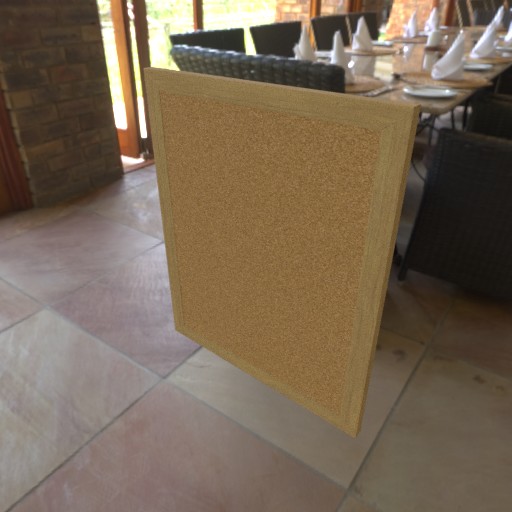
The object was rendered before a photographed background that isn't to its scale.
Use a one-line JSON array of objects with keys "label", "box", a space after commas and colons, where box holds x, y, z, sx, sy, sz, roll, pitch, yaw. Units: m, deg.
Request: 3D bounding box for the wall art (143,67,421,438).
[{"label": "wall art", "box": [0.000, 0.000, 0.760, 0.460, 0.561, 0.020, 22, 37, 32]}]
